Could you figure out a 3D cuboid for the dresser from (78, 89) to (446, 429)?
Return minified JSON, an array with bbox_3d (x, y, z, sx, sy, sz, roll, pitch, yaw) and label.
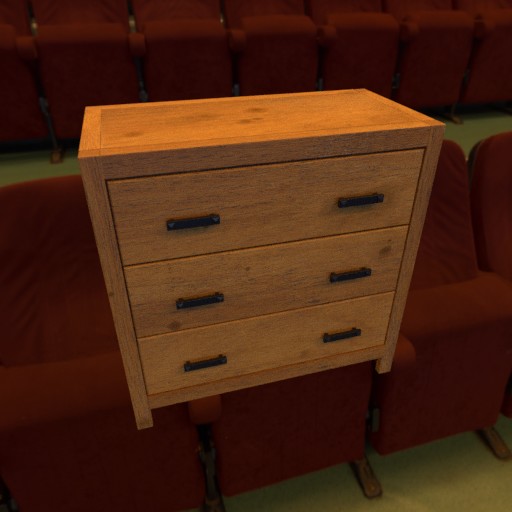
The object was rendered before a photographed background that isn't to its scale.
[{"bbox_3d":[0.000,0.000,1.291,0.804,0.804,0.427,-9,33,-13],"label":"dresser"}]
